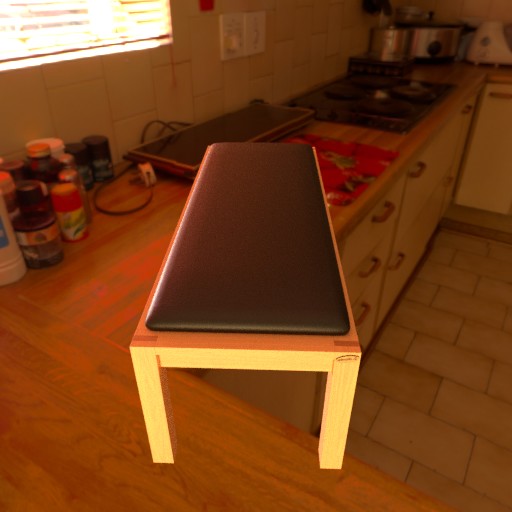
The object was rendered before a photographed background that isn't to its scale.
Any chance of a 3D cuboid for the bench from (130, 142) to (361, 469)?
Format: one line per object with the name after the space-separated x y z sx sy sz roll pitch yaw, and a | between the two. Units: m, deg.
0.000 0.000 1.452 0.450 0.430 1.202 1 32 2 | bench
